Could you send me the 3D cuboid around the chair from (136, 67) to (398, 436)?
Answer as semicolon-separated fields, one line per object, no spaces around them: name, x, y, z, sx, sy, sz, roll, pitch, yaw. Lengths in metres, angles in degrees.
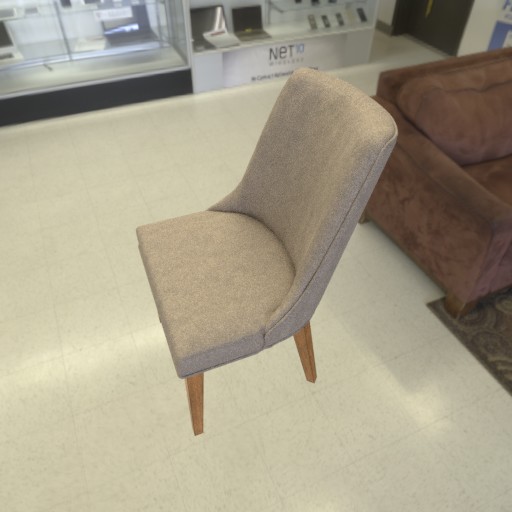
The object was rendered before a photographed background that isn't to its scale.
chair;0.000;0.000;1.328;0.636;0.916;0.548;-16;47;-15
